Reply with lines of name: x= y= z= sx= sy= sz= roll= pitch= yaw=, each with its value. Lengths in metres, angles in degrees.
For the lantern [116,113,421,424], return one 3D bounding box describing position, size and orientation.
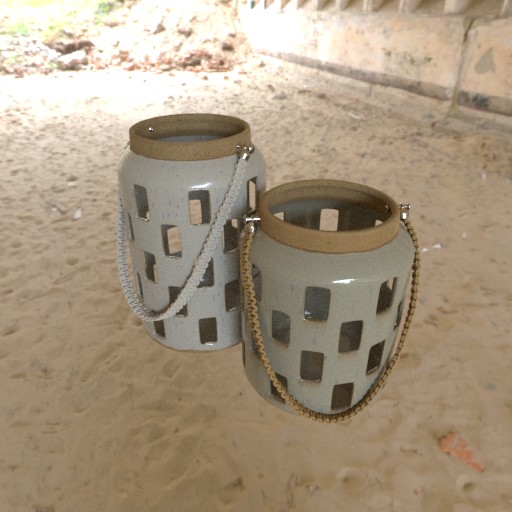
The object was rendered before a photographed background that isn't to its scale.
lantern: x=0.000 y=0.000 z=0.488 sx=0.347 sy=0.255 sz=0.184 roll=19 pitch=35 yaw=29
